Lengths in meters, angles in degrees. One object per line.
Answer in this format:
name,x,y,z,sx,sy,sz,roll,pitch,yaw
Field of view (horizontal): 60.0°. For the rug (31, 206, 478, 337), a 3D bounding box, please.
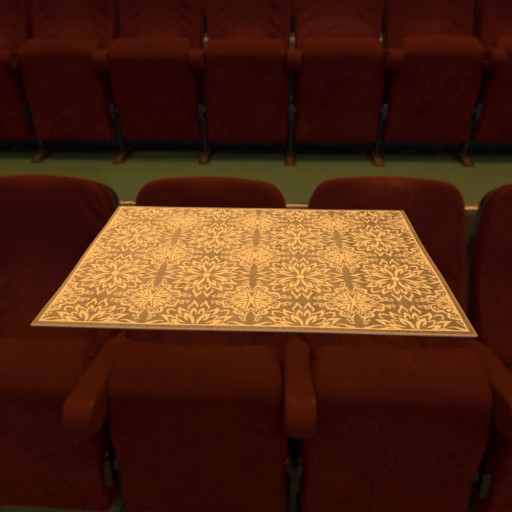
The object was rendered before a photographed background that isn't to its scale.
rug,0.000,0.000,2.350,1.847,0.012,1.224,1,30,2
